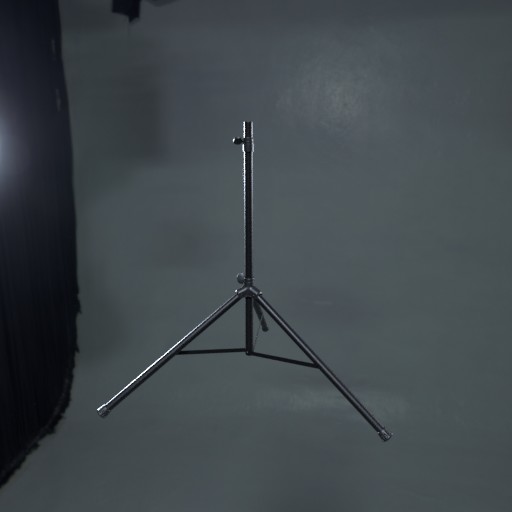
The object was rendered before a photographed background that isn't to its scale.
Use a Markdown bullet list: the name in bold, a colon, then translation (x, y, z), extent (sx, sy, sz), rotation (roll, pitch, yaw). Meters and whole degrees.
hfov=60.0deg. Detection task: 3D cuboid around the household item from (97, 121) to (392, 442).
- **household item**: translation (0.000, 0.000, 2.775), extent (1.596, 1.595, 1.339), rotation (2, 15, 8)
